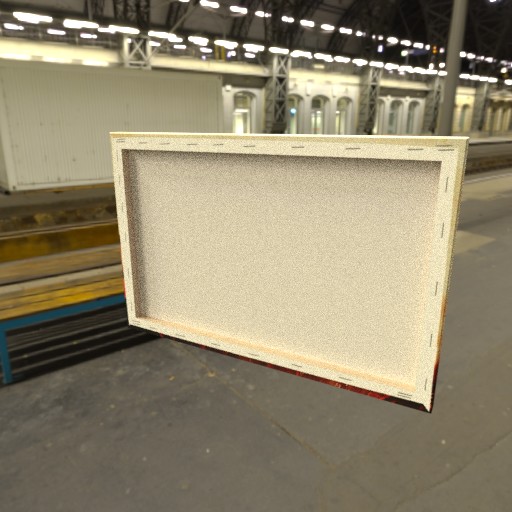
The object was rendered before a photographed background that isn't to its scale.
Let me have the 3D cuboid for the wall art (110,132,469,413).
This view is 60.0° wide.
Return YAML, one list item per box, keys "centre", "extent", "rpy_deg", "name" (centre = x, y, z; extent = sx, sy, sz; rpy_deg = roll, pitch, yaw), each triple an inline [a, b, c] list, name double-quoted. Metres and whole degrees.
- centre: [0.000, 0.000, 1.136]
  extent: [0.918, 0.602, 0.038]
  rpy_deg: [9, 19, 27]
  name: "wall art"
